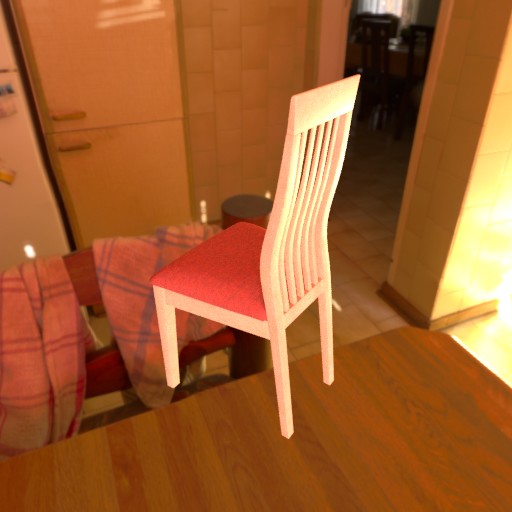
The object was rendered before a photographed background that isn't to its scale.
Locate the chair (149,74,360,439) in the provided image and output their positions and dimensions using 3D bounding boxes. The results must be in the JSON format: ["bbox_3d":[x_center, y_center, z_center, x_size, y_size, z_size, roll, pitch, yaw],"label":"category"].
[{"bbox_3d":[0.000,0.000,1.334,0.474,1.027,0.460,21,38,30],"label":"chair"}]
